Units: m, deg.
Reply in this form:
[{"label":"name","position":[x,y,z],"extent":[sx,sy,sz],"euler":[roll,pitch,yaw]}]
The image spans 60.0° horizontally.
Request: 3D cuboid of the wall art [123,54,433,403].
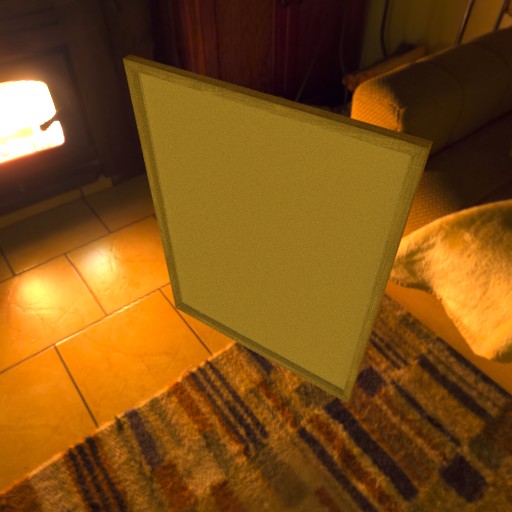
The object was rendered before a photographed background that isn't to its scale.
[{"label":"wall art","position":[0.000,0.000,1.345],"extent":[0.781,1.022,0.035],"euler":[24,50,22]}]
